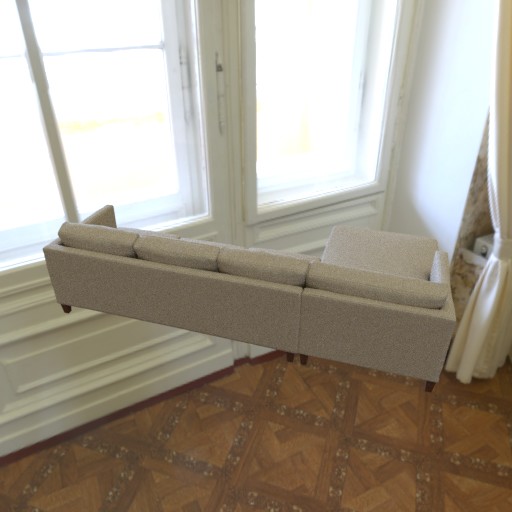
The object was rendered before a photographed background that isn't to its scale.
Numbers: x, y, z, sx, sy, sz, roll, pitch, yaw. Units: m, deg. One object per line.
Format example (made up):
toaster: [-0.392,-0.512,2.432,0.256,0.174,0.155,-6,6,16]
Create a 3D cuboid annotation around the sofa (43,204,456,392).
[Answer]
sofa: [0.000,0.000,4.008,3.186,0.846,1.625,9,32,15]
